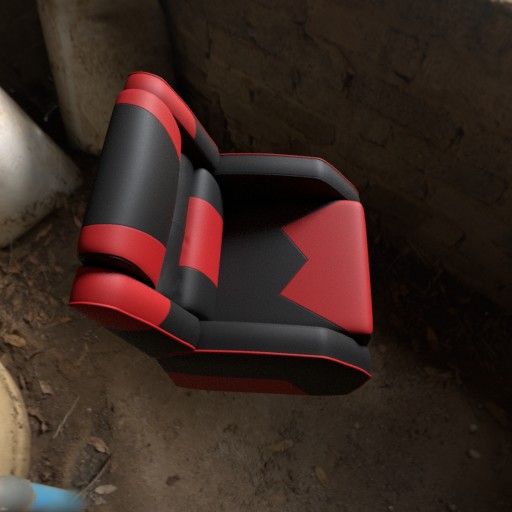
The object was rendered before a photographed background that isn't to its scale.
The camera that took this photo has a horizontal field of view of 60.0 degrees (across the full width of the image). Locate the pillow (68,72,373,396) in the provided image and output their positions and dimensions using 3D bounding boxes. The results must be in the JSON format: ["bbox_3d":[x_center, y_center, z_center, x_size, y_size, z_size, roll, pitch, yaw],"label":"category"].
[{"bbox_3d":[0.000,0.000,1.254,0.672,0.805,0.620,3,63,1],"label":"pillow"}]
